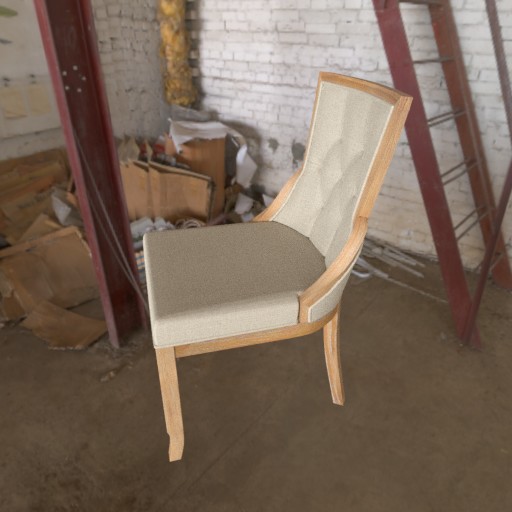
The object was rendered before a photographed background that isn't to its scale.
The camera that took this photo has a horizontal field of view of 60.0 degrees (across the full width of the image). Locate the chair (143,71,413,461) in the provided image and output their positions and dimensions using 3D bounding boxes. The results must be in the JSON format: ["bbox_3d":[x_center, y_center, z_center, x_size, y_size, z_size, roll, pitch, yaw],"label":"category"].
[{"bbox_3d":[0.000,0.000,1.304,0.641,0.947,0.524,-8,30,-13],"label":"chair"}]
